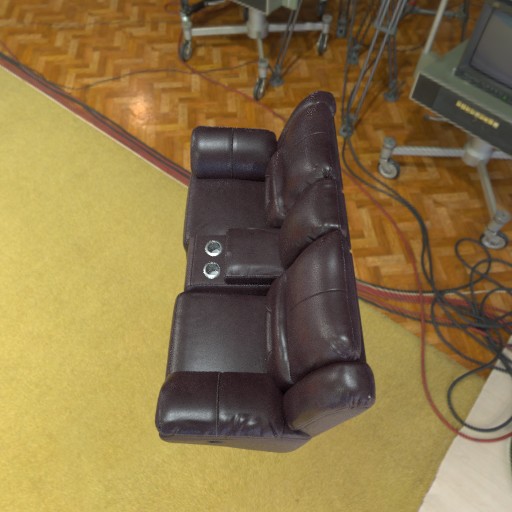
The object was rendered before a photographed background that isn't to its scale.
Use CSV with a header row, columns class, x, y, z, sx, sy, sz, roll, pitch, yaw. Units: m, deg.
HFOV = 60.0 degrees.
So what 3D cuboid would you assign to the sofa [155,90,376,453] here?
class,x,y,z,sx,sy,sz,roll,pitch,yaw
sofa,0.000,0.000,2.625,0.991,1.043,2.058,0,57,0
